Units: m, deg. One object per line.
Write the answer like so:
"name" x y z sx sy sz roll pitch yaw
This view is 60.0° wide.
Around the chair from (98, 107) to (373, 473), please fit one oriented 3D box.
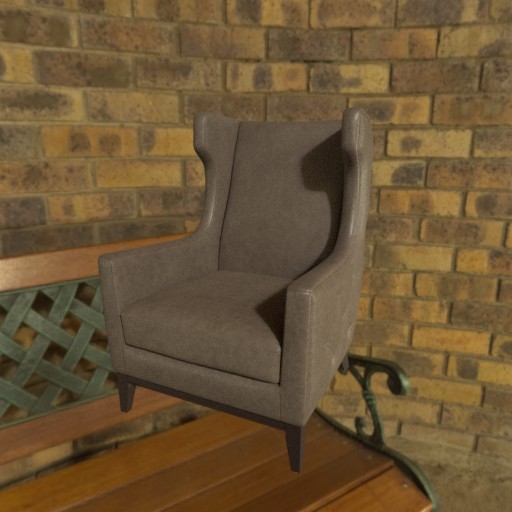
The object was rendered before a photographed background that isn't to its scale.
"chair" 0.000 0.000 1.693 0.769 1.079 0.899 7 16 26
